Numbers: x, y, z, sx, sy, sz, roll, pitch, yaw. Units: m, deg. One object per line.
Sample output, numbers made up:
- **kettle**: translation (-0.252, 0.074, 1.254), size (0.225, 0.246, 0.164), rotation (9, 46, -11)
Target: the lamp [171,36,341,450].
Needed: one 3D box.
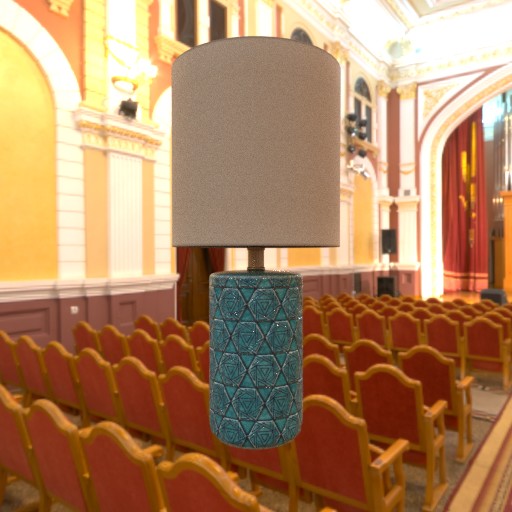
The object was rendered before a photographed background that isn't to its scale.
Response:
- **lamp**: translation (0.000, 0.000, 0.741), size (0.278, 0.597, 0.278), rotation (0, 0, 37)
